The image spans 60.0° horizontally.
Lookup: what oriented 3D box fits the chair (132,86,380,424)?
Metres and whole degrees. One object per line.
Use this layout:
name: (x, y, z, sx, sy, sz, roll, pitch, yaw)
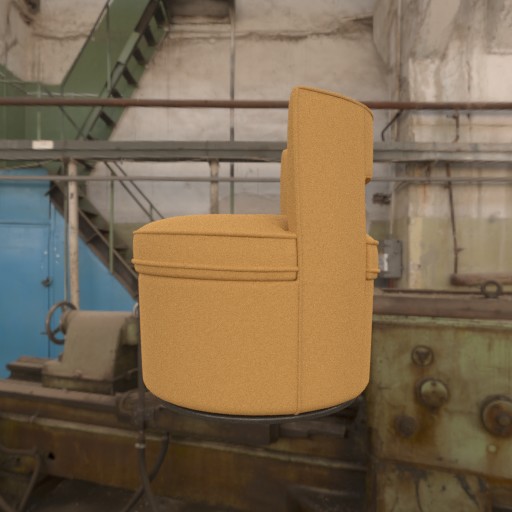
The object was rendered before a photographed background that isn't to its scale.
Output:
chair: (0.000, 0.000, 1.222, 0.665, 0.723, 0.650, 0, 0, 2)
